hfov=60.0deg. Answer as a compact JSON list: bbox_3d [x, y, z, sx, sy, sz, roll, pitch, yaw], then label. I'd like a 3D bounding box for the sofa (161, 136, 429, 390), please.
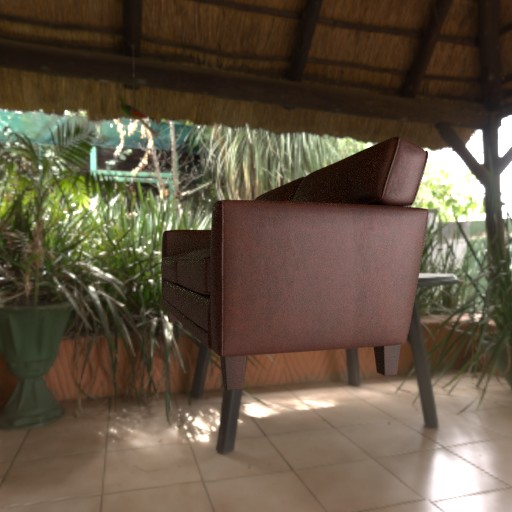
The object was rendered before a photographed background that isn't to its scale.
[{"bbox_3d":[0.000,0.000,2.454,0.912,0.928,1.876,0,0,-18],"label":"sofa"}]
